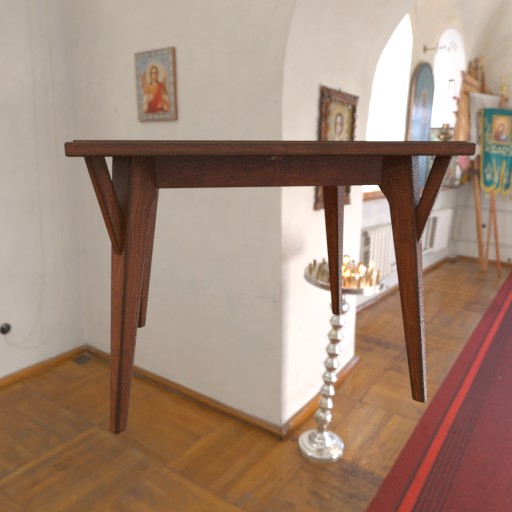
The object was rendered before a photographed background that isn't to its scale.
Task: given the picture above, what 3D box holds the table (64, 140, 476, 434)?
[{"bbox_3d":[0.000,0.000,1.534,0.991,0.761,0.838,-2,14,-10],"label":"table"}]
